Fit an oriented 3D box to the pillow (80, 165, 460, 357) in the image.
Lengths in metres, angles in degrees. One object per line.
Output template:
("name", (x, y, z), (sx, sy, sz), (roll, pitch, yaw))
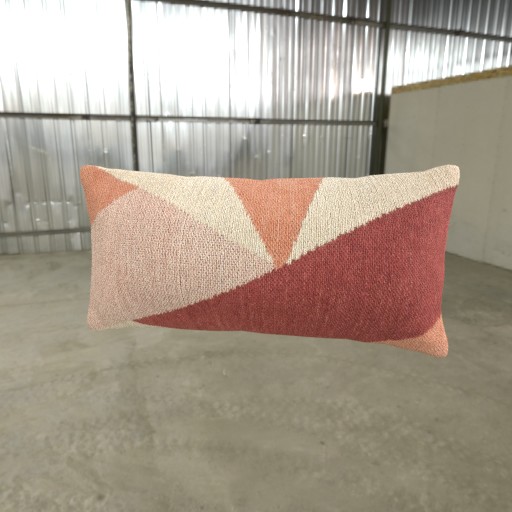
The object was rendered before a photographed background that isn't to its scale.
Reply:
("pillow", (0.000, 0.000, 0.718), (0.609, 0.292, 0.155), (2, 15, 8))
